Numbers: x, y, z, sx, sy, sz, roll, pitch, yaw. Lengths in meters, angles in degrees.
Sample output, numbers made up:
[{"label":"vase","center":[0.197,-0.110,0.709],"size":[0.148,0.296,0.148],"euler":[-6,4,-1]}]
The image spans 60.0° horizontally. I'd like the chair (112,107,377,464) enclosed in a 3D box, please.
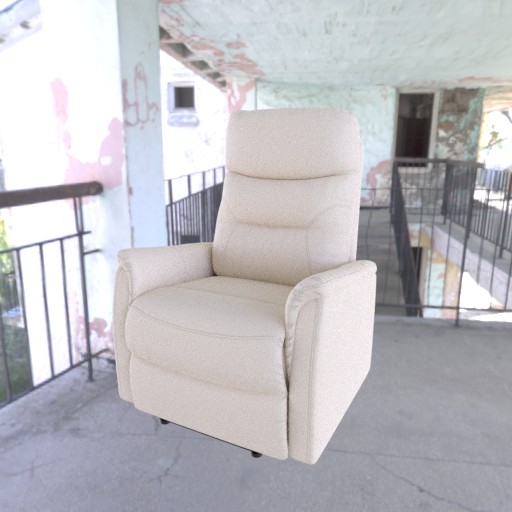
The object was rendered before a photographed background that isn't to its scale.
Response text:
[{"label":"chair","center":[0.000,0.000,1.638],"size":[0.775,1.082,0.831],"euler":[7,15,27]}]
